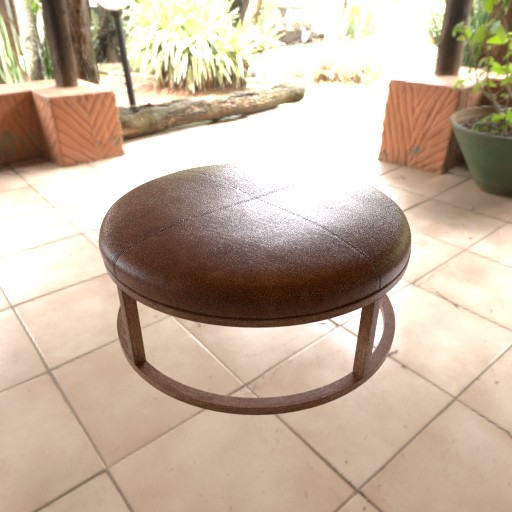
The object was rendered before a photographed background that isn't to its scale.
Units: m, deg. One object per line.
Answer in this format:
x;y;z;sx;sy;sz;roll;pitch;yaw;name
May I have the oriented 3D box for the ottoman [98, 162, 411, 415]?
0.000;0.000;1.546;1.006;0.445;1.006;0;30;0;ottoman
